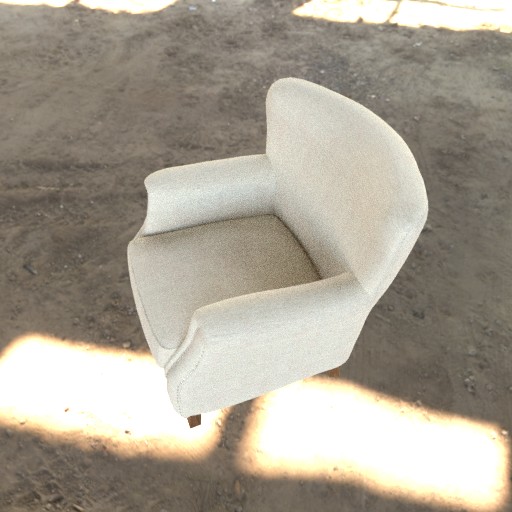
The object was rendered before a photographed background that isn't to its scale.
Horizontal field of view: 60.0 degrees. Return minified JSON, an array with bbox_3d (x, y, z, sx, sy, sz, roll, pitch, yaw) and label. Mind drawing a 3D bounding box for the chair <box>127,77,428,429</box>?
[{"bbox_3d":[0.000,0.000,1.635,0.921,0.936,0.861,-16,49,-15],"label":"chair"}]
